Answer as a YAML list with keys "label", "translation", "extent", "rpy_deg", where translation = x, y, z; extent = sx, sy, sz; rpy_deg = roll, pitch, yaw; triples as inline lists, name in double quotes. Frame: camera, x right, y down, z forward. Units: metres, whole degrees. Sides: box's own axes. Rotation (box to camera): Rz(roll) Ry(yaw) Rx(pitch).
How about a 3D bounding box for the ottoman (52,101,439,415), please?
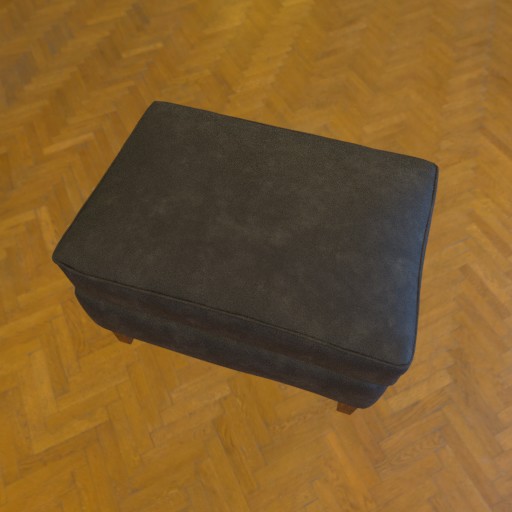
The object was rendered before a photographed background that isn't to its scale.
- label: "ottoman"
  translation: [0.000, 0.000, 0.995]
  extent: [0.665, 0.413, 0.501]
  rpy_deg: [15, 60, 9]
